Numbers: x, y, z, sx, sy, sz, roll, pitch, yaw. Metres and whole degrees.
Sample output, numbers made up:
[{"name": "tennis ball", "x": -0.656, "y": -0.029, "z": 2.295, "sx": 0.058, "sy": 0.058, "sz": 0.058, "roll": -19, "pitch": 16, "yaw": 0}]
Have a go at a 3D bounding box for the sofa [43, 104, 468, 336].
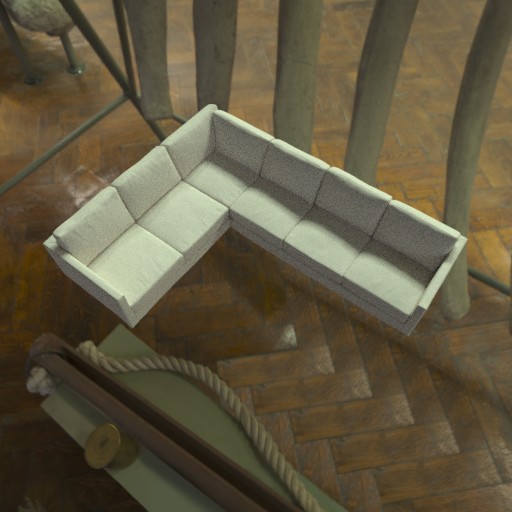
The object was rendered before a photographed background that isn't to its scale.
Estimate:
[{"name": "sofa", "x": 0.000, "y": 0.000, "z": 4.342, "sx": 3.182, "sy": 0.863, "sz": 2.432, "roll": 32, "pitch": 63, "yaw": 18}]
